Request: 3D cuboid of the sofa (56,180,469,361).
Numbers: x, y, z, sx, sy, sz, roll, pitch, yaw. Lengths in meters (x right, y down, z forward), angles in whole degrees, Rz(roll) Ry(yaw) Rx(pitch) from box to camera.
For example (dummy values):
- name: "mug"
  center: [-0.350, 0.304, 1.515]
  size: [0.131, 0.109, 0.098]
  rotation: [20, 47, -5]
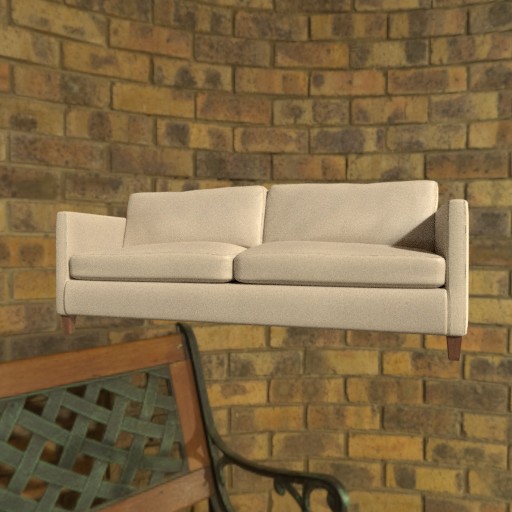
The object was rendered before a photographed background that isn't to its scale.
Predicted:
- name: "sofa"
  center: [0.000, 0.000, 2.828]
  size: [2.361, 0.968, 0.951]
  rotation: [0, 1, 18]
